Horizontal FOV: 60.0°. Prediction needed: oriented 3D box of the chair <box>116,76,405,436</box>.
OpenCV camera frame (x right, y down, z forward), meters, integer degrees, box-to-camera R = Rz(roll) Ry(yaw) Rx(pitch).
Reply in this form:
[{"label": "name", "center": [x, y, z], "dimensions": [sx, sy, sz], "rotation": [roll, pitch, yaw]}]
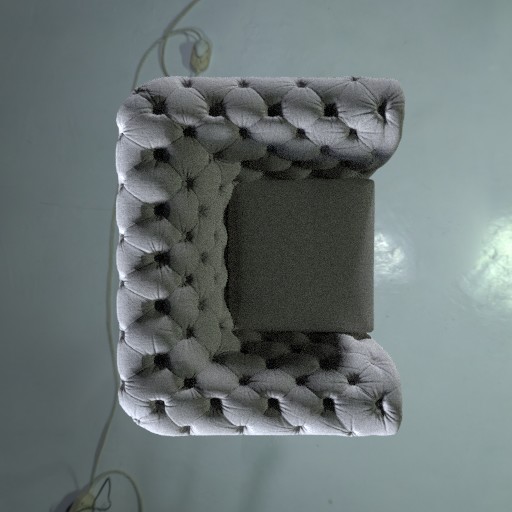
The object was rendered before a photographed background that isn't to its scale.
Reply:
[{"label": "chair", "center": [0.000, 0.000, 1.823], "dimensions": [0.976, 0.770, 1.270], "rotation": [0, 91, -1]}]
